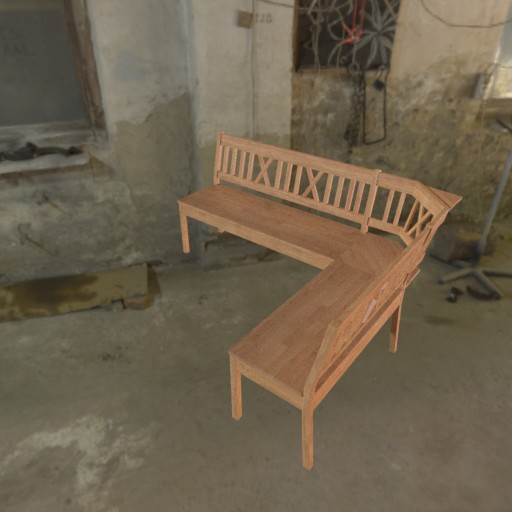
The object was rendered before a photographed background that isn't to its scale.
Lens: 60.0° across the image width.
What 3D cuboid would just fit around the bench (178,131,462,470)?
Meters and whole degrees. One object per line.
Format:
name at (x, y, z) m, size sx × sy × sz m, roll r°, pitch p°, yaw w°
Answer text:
bench at (0.000, 0.000, 2.828) m, size 1.937 × 0.902 × 1.537 m, roll 23°, pitch 39°, yaw 32°
